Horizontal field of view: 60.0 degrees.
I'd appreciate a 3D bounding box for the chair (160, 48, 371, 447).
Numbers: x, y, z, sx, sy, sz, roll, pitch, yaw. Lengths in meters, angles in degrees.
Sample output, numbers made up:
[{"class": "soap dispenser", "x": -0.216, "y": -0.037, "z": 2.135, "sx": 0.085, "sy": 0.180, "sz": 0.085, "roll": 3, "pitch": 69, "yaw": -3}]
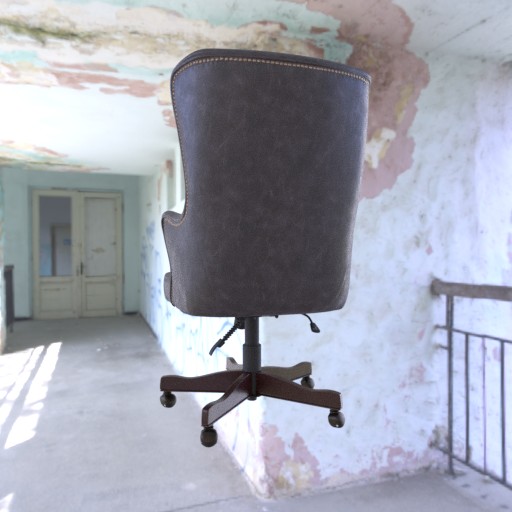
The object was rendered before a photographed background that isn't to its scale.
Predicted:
[{"class": "chair", "x": 0.000, "y": 0.000, "z": 1.444, "sx": 0.594, "sy": 1.037, "sz": 0.717, "roll": 0, "pitch": 1, "yaw": -18}]
